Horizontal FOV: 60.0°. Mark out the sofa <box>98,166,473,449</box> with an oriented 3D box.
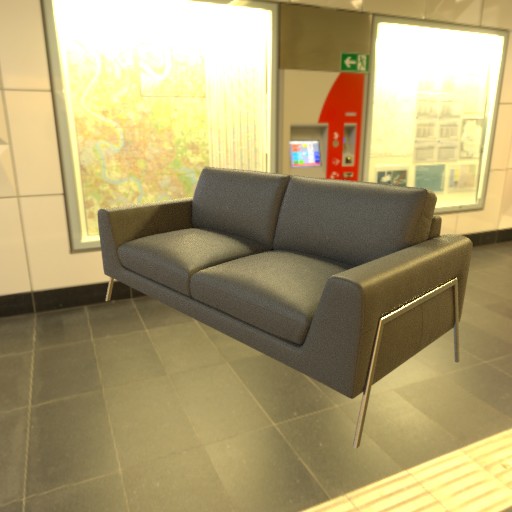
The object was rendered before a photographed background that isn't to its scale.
[{"bbox_3d":[0.000,0.000,2.515,0.953,0.875,2.017,-15,22,-42],"label":"sofa"}]
